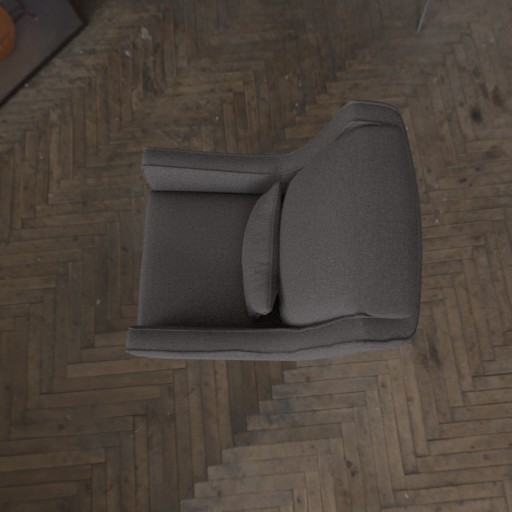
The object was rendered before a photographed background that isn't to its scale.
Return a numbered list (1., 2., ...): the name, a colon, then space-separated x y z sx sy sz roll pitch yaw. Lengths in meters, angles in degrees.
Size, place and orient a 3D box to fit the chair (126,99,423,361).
1. chair: 0.000 0.000 1.621 0.879 0.993 0.732 1 76 0
